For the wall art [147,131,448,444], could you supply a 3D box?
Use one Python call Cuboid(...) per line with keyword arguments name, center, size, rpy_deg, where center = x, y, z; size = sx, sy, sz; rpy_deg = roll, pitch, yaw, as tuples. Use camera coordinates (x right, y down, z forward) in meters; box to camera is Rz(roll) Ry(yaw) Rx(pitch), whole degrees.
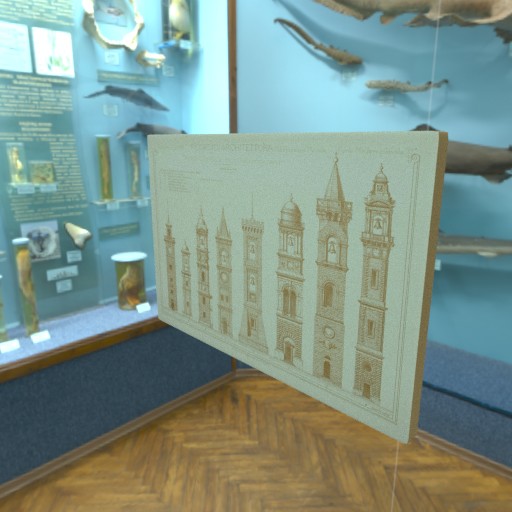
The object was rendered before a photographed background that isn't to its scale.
Cuboid(name="wall art", center=(0.000, 0.000, 0.476), size=(0.019, 0.254, 0.380), rpy_deg=(-14, 20, -43))
